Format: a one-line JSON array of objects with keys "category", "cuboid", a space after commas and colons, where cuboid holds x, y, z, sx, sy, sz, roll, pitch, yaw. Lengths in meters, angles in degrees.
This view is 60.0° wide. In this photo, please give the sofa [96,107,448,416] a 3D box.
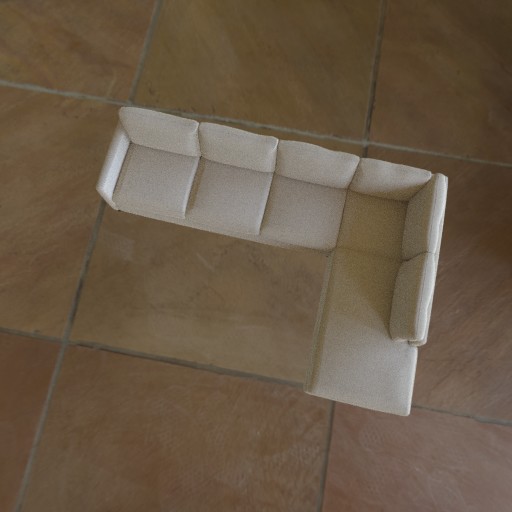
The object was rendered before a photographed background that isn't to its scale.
[{"category": "sofa", "cuboid": [0.000, 0.000, 3.783, 2.949, 0.815, 2.007, 13, 76, 3]}]
